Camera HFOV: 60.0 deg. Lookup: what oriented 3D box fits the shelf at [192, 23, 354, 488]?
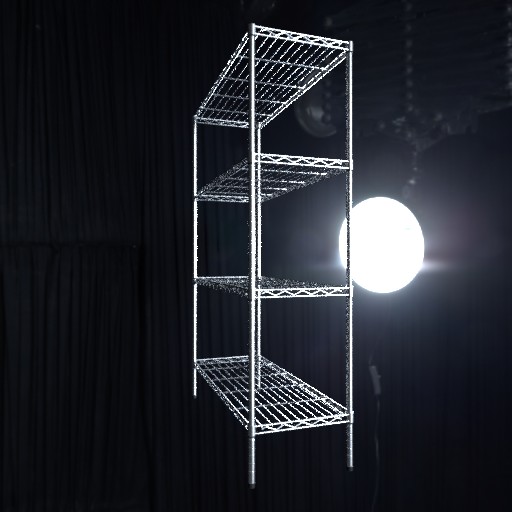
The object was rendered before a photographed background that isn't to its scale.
[{"bbox_3d":[0.000,0.000,1.774,0.352,1.360,0.907,0,0,-19],"label":"shelf"}]
